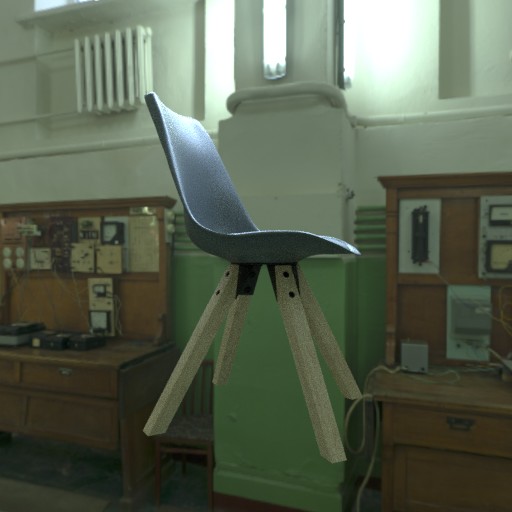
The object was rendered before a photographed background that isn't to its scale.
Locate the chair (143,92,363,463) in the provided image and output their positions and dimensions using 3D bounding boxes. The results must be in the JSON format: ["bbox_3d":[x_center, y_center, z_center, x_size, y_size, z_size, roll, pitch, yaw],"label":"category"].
[{"bbox_3d":[0.000,0.000,1.193,0.550,0.850,0.485,0,1,18],"label":"chair"}]
